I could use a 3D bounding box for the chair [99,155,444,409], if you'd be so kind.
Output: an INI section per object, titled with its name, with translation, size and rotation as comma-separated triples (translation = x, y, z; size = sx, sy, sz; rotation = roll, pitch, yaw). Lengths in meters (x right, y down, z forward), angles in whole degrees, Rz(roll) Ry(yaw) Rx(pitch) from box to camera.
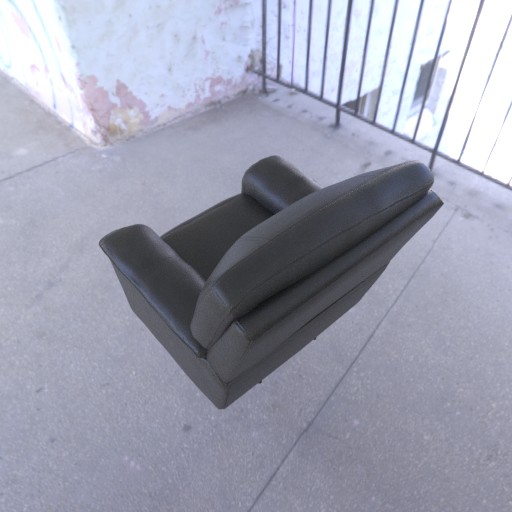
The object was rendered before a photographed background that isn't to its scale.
[chair]
translation = 0.000, 0.000, 2.051
size = 1.096, 1.109, 1.087
rotation = -32, 53, -27
